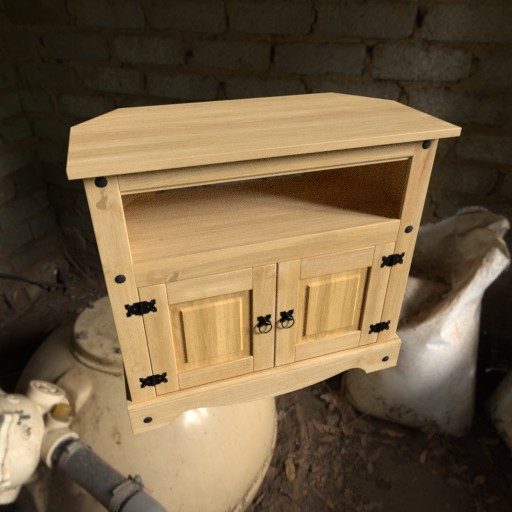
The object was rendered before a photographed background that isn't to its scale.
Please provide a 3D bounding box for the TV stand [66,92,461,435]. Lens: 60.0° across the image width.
[{"bbox_3d":[0.000,0.000,1.281,0.851,0.781,0.425,-10,33,-15],"label":"TV stand"}]
